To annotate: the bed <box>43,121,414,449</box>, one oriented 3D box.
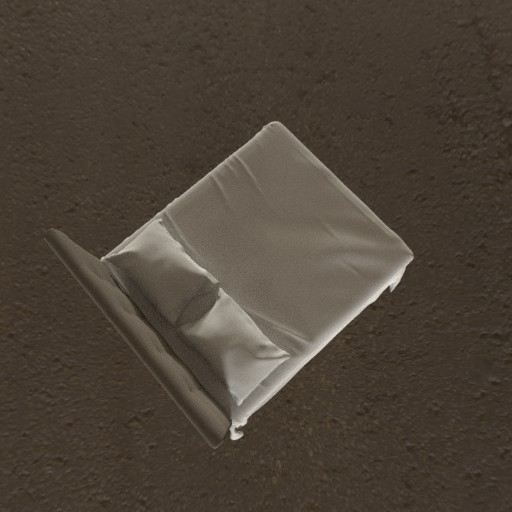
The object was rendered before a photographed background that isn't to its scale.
[{"bbox_3d":[0.000,0.000,3.455,2.222,1.577,1.936,-41,79,-10],"label":"bed"}]
